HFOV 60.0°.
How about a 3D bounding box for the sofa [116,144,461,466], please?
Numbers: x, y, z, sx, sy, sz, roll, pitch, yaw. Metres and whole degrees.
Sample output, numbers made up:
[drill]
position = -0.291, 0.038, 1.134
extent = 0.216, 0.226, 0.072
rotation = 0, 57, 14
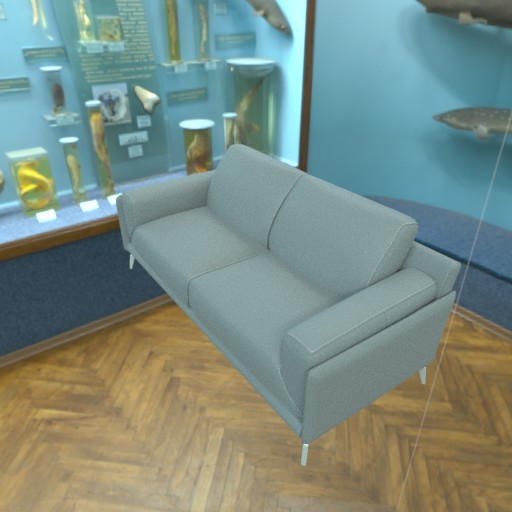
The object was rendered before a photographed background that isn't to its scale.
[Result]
[sofa]
position = 0.000, 0.000, 2.684
extent = 0.969, 0.900, 2.100
rotation = -20, 36, -30
